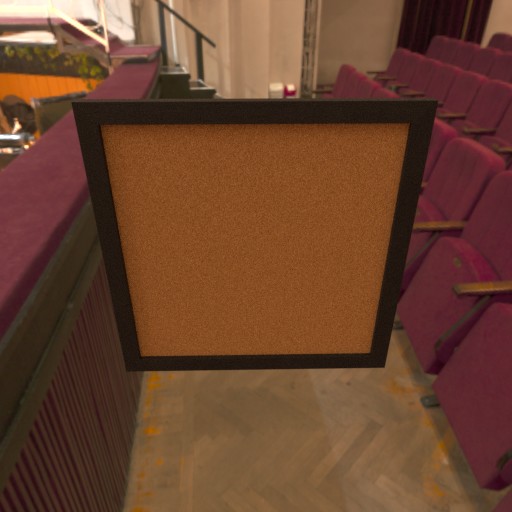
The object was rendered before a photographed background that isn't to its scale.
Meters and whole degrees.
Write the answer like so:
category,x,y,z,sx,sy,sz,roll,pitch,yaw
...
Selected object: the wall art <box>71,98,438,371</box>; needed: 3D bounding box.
category,x,y,z,sx,sy,sz,roll,pitch,yaw
wall art,0.000,0.000,1.500,1.016,1.016,0.038,-1,31,-1
